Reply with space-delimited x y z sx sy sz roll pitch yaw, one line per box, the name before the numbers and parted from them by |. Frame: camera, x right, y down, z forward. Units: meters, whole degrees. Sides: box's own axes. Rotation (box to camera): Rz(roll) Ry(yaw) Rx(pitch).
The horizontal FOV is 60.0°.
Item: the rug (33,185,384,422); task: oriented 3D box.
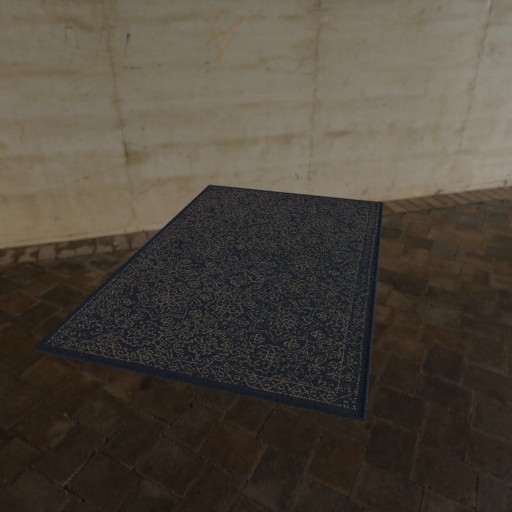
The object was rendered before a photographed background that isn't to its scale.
rug | 0.000 0.000 2.276 1.219 0.010 1.829 8 30 14
